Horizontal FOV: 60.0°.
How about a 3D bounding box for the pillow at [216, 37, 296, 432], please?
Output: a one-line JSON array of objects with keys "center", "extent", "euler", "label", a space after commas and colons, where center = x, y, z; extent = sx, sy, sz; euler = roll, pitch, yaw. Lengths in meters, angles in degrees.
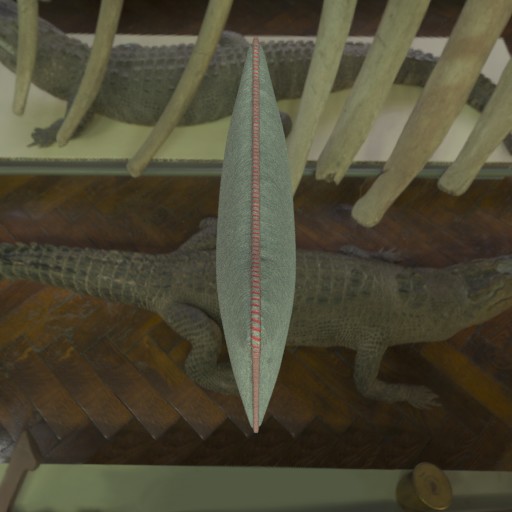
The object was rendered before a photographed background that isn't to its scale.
[{"center": [0.000, 0.000, 0.738], "extent": [0.124, 0.491, 0.482], "euler": [0, 59, 0], "label": "pillow"}]
